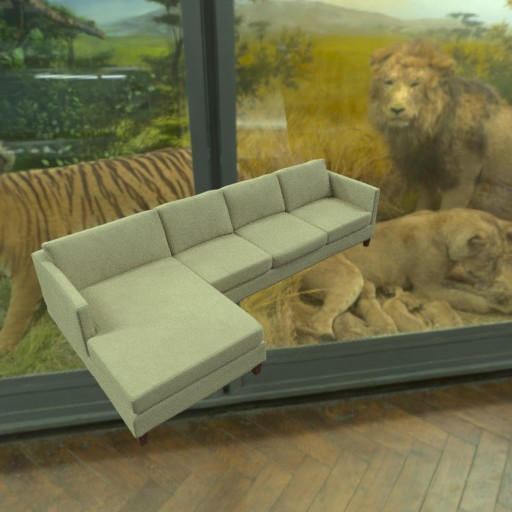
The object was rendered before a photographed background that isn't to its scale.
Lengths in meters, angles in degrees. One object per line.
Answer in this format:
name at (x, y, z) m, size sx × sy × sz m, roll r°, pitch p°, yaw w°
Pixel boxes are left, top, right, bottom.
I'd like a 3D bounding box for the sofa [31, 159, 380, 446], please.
sofa at (0.000, 0.000, 3.876) m, size 3.186 × 0.846 × 1.625 m, roll -23°, pitch 37°, yaw -34°
